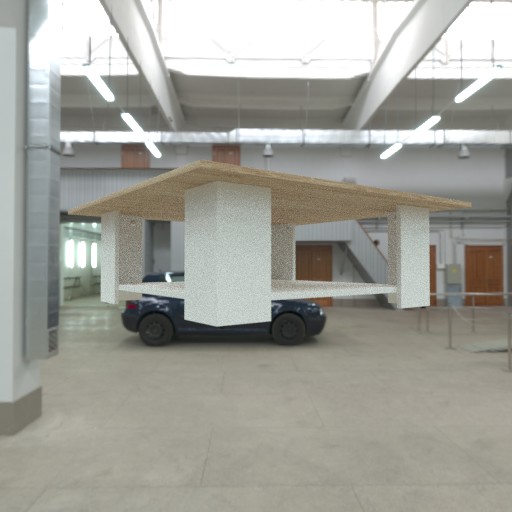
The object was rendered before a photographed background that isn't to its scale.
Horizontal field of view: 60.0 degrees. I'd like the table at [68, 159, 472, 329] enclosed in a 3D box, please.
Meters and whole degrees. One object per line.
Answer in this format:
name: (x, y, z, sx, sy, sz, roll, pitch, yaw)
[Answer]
table: (0.000, 0.000, 1.370, 0.890, 0.305, 0.890, 1, -1, -36)
